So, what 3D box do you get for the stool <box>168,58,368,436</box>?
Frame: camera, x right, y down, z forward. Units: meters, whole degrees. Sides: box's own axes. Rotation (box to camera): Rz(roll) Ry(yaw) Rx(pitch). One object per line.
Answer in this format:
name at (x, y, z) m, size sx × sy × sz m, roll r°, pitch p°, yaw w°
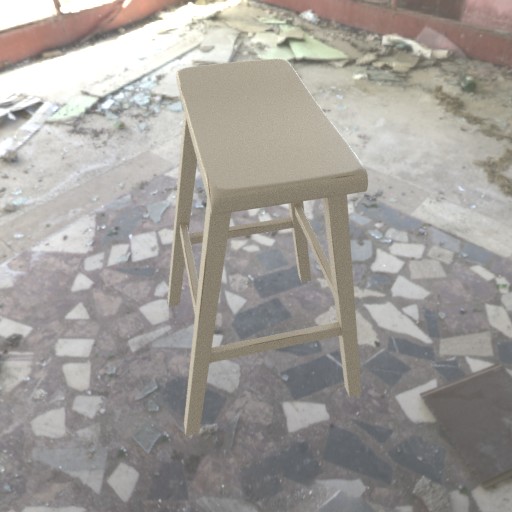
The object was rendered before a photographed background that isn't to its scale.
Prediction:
stool at (0.000, 0.000, 1.053) m, size 0.476 × 0.737 × 0.457 m, roll -10°, pitch 46°, yaw -10°
